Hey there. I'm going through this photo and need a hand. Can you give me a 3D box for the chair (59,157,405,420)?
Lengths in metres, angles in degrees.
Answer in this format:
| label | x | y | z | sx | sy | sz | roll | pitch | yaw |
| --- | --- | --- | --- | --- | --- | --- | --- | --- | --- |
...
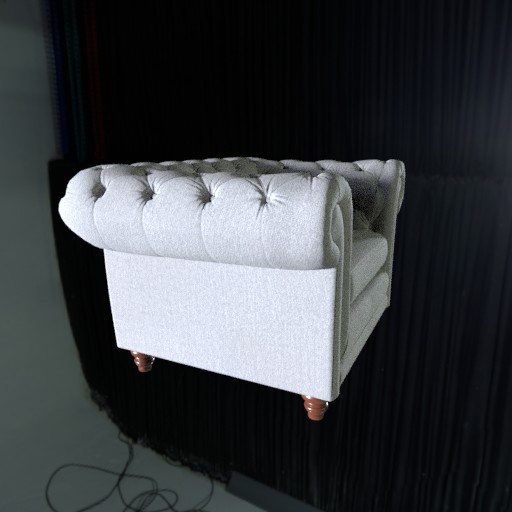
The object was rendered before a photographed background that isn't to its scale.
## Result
| label | x | y | z | sx | sy | sz | roll | pitch | yaw |
| --- | --- | --- | --- | --- | --- | --- | --- | --- | --- |
| chair | 0.000 | 0.000 | 1.839 | 0.976 | 0.770 | 1.270 | 7 | 16 | 25 |
